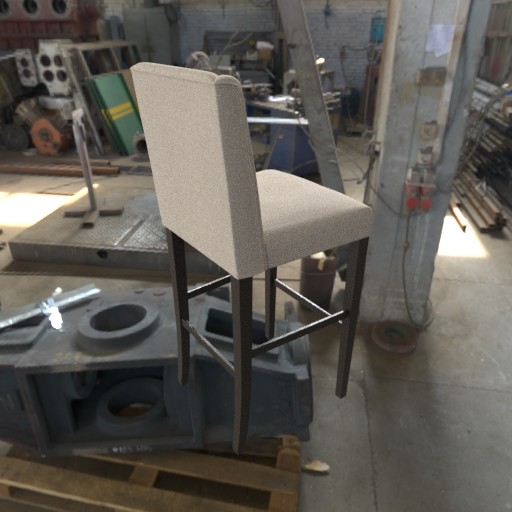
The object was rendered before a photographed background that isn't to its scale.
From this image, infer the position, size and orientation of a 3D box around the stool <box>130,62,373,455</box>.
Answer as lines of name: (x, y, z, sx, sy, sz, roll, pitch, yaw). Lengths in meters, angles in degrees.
stool: (0.000, 0.000, 1.387, 0.509, 1.116, 0.474, -19, 33, -32)
